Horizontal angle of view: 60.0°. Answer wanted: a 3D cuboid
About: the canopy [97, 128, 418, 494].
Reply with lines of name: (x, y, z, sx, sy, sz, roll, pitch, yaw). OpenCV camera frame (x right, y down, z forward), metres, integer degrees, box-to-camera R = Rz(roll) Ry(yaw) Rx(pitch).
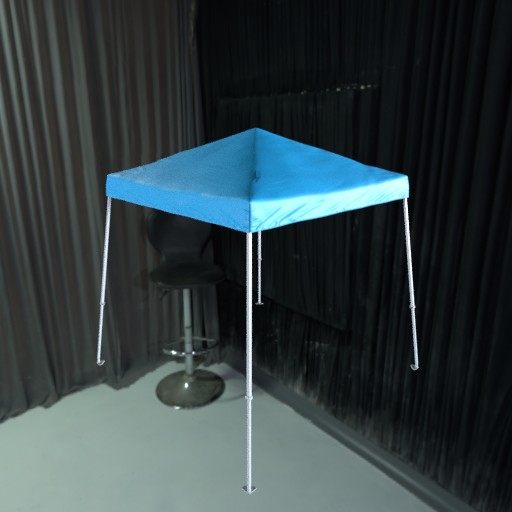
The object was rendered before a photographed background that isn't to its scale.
canopy: (0.000, 0.000, 5.129, 2.849, 2.849, 2.848, -15, 23, -41)
